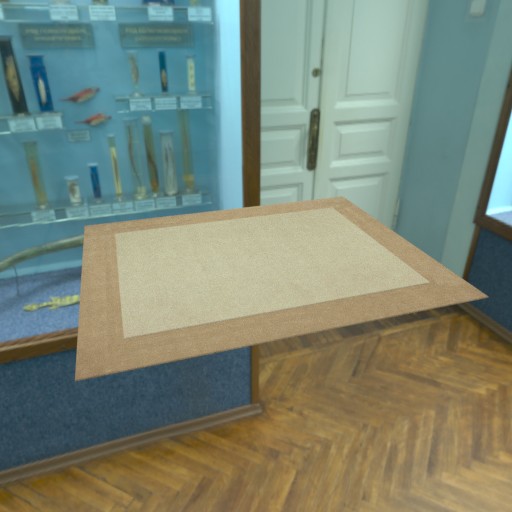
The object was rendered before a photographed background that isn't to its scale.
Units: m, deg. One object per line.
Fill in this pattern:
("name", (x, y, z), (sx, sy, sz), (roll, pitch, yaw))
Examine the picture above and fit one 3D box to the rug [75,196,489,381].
("rug", (0.000, 0.000, 4.090), (3.048, 0.014, 2.438), (-8, 28, -16))
